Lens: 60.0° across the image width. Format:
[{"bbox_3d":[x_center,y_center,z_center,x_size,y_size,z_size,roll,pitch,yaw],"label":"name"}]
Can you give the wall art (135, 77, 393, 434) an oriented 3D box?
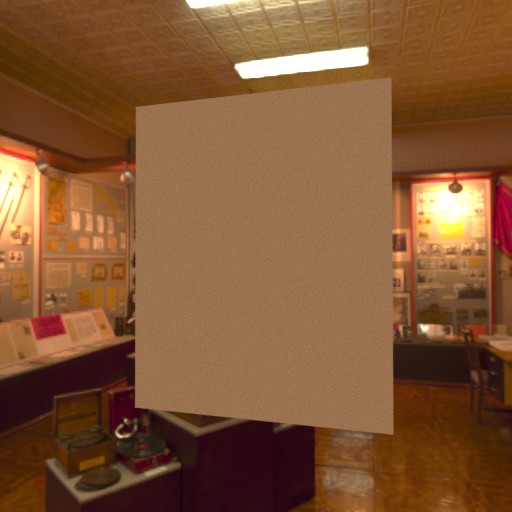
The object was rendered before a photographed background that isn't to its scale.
[{"bbox_3d":[0.000,0.000,0.768,0.451,0.553,0.039,0,-1,17],"label":"wall art"}]
